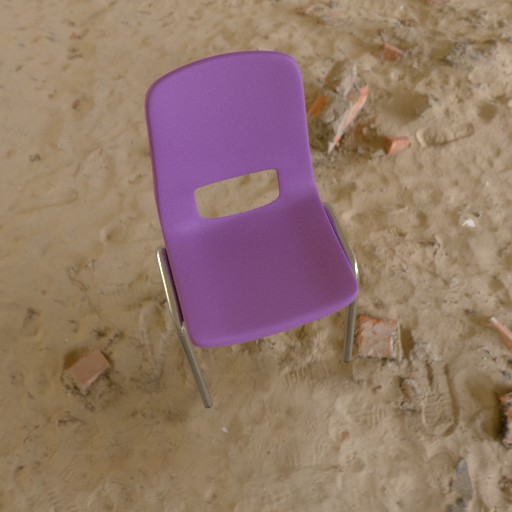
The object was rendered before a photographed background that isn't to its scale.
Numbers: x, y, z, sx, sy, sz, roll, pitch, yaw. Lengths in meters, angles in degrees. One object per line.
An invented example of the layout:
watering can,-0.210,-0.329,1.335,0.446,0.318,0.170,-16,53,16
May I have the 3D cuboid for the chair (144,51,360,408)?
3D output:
chair,0.000,0.000,0.675,0.291,0.493,0.301,-16,64,-8
